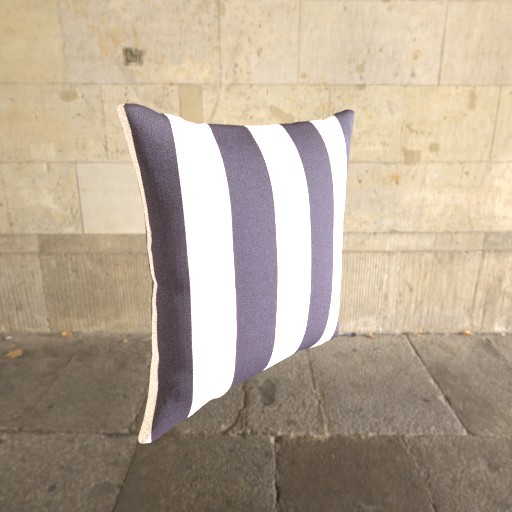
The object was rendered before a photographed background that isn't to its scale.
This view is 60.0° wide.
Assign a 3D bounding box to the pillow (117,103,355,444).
[{"bbox_3d":[0.000,0.000,0.822,0.536,0.526,0.189,-16,24,-42],"label":"pillow"}]
